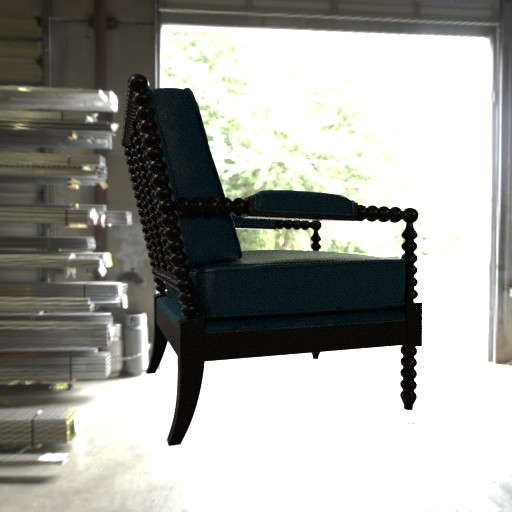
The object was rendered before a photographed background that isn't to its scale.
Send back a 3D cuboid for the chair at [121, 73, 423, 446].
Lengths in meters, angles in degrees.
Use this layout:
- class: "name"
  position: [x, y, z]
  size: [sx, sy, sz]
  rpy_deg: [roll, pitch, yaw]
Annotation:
- class: "chair"
  position: [0.000, 0.000, 1.413]
  size: [0.805, 0.857, 0.688]
  rpy_deg: [0, 1, -18]
